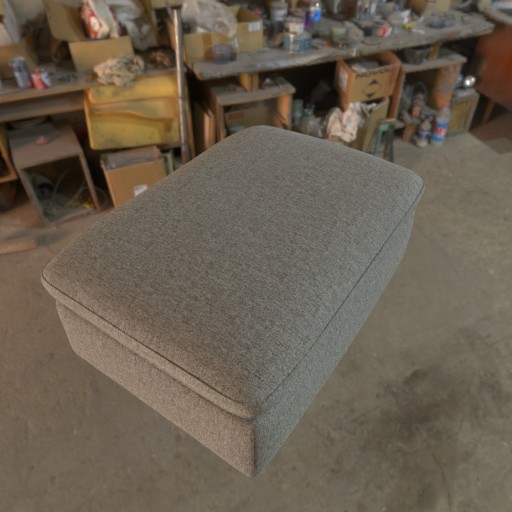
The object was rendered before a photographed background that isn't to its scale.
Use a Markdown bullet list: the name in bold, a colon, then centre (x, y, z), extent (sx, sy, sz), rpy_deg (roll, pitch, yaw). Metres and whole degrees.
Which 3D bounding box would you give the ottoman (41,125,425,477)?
- **ottoman**: centre (0.000, 0.000, 1.323), extent (0.694, 0.451, 0.977), rpy_deg (25, 48, 25)
